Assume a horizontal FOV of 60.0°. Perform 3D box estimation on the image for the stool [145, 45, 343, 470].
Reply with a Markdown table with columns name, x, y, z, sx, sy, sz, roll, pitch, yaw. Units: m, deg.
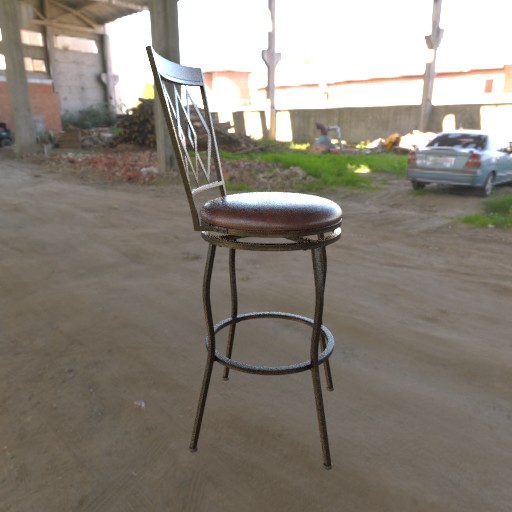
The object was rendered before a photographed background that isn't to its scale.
| name | x | y | z | sx | sy | sz | roll | pitch | yaw |
| --- | --- | --- | --- | --- | --- | --- | --- | --- | --- |
| stool | 0.000 | 0.000 | 1.364 | 0.521 | 1.134 | 0.432 | 3 | 16 | 10 |
